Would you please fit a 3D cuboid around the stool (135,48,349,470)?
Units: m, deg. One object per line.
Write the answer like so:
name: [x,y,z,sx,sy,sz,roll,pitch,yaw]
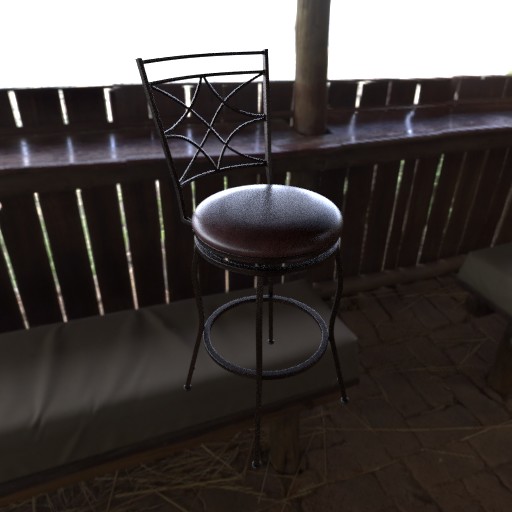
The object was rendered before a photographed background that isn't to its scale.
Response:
stool: [0.000,0.000,1.369,0.434,1.117,0.534,-22,36,-33]
